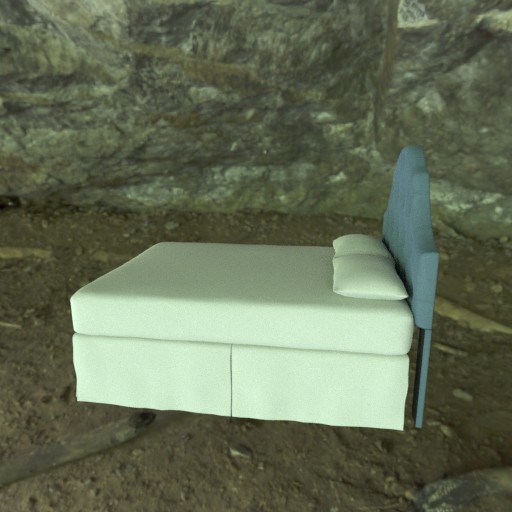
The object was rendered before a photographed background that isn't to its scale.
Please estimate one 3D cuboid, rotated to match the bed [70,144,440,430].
[{"bbox_3d":[0.000,0.000,3.234,2.155,1.575,1.636,2,14,8],"label":"bed"}]
